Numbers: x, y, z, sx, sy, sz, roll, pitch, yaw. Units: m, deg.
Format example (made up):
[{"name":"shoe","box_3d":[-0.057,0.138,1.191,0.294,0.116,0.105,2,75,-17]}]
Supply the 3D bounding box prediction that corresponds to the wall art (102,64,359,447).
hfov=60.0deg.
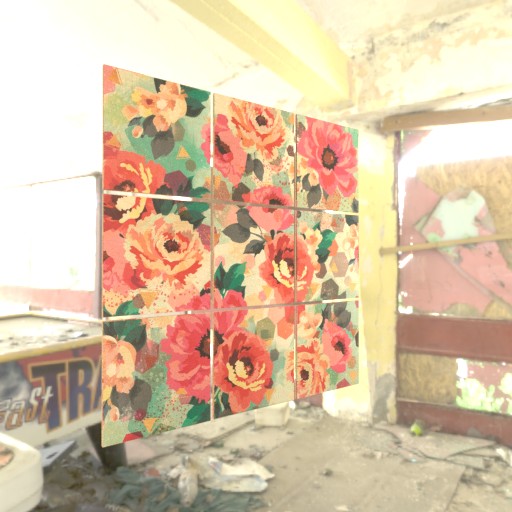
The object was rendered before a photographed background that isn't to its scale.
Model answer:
[{"name":"wall art","box_3d":[0.000,0.000,1.775,1.216,1.220,0.013,0,0,-36]}]
